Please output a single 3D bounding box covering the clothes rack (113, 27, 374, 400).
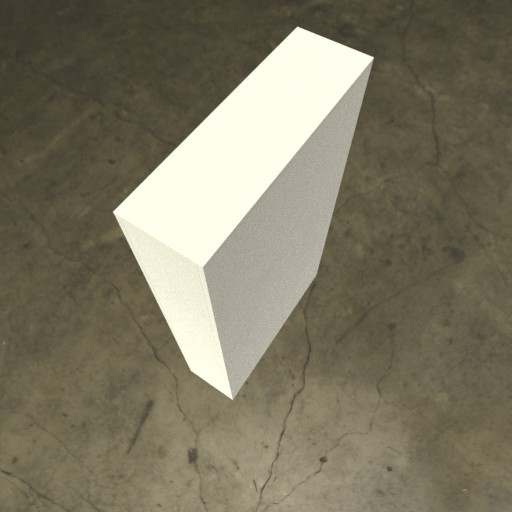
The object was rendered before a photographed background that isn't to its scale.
[{"bbox_3d":[0.000,0.000,1.610,0.250,1.280,0.750,30,65,16],"label":"clothes rack"}]
